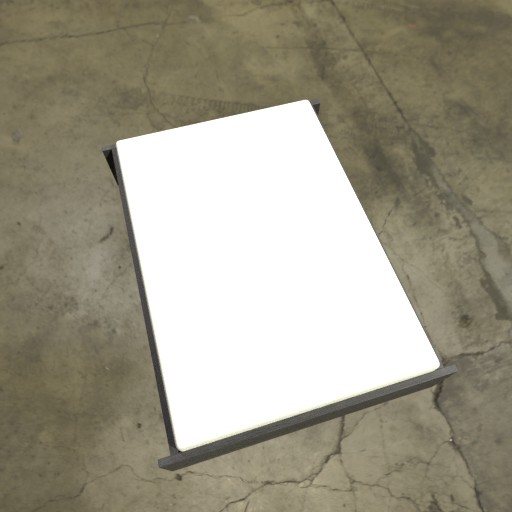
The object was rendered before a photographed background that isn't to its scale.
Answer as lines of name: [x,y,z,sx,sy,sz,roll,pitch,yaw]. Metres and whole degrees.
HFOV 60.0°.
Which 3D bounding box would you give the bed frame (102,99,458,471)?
bed frame: [0.000,0.000,2.643,1.490,0.432,1.950,-15,63,-8]
